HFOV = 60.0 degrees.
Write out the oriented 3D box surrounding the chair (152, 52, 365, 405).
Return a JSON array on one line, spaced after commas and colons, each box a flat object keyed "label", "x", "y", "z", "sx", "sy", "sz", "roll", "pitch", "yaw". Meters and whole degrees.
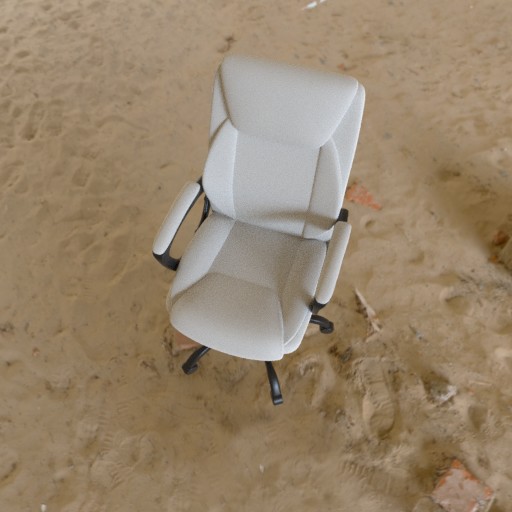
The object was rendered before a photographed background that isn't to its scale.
[{"label": "chair", "x": 0.000, "y": 0.000, "z": 1.491, "sx": 0.663, "sy": 1.065, "sz": 0.669, "roll": 16, "pitch": 59, "yaw": 10}]
